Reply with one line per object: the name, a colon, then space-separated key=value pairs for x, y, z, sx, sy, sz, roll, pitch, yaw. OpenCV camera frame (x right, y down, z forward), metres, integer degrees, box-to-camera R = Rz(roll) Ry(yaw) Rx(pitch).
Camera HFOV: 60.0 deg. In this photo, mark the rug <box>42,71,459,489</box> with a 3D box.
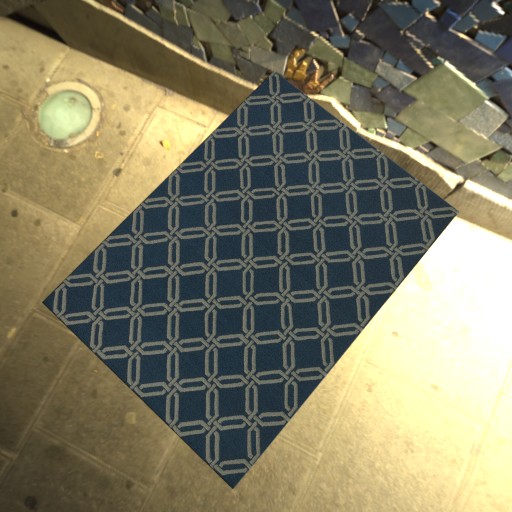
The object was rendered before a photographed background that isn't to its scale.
rug: x=0.000 y=0.000 z=4.280 sx=2.432 sy=0.018 sz=3.342 roll=41 pitch=79 yaw=9
